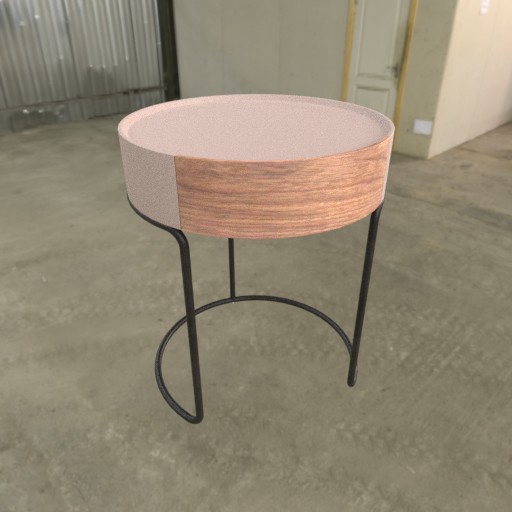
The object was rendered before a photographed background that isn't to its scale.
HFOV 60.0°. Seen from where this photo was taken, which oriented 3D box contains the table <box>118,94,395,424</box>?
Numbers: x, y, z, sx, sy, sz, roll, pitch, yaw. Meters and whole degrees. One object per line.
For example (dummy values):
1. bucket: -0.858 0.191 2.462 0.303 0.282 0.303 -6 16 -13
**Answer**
1. table: 0.000 0.000 0.874 0.450 0.530 0.450 0 30 0
